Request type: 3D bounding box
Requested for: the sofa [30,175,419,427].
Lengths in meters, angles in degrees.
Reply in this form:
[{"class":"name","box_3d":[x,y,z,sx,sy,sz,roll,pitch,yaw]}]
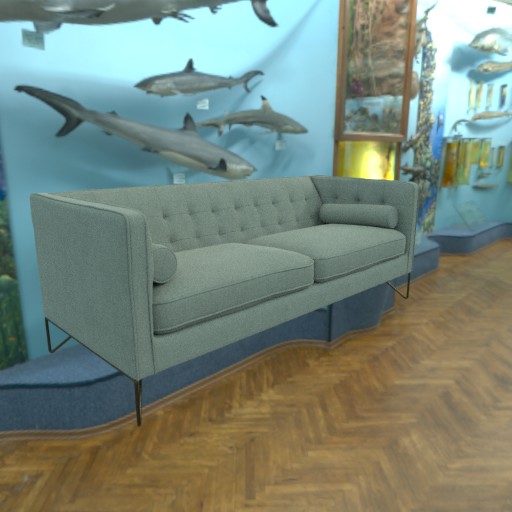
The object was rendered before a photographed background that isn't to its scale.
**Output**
[{"class":"sofa","box_3d":[0.000,0.000,2.516,2.079,0.798,0.912,-13,19,-43]}]
